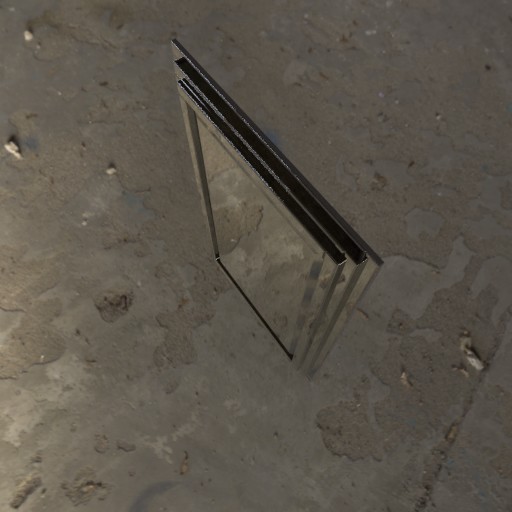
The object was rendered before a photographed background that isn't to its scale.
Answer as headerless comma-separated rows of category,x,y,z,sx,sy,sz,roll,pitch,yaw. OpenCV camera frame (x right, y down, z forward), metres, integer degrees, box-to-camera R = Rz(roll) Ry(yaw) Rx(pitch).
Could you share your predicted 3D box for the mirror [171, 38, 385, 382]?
mirror,0.000,0.000,1.181,0.039,0.914,0.613,-33,68,-15
